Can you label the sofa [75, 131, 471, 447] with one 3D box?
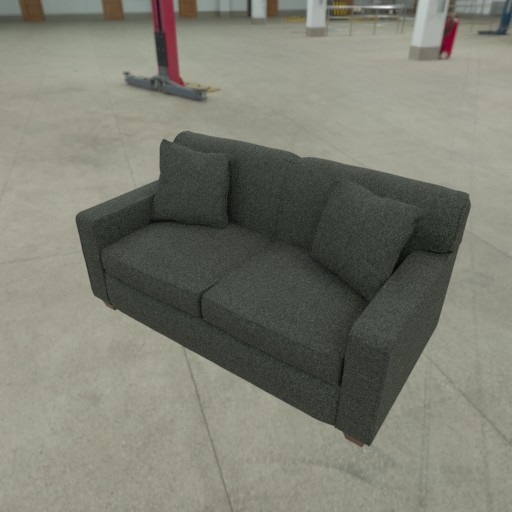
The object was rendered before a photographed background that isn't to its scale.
[{"bbox_3d":[0.000,0.000,2.418,1.846,0.958,0.998,20,37,30],"label":"sofa"}]
